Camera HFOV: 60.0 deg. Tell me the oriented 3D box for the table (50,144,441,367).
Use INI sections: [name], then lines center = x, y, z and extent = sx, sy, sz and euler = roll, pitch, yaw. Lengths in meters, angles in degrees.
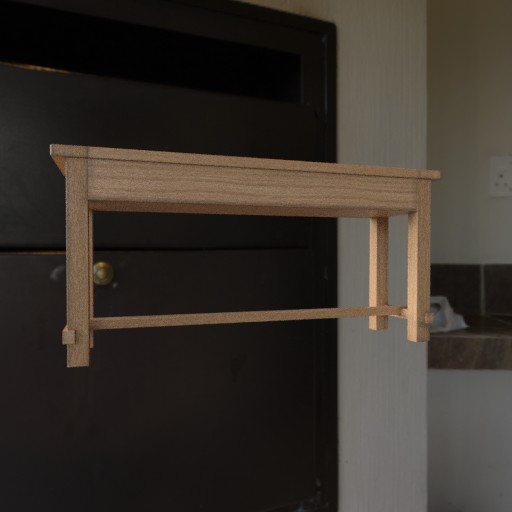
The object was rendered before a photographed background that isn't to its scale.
[table]
center = 0.000, 0.000, 1.949
extent = 1.599, 0.762, 0.442
euler = 0, 0, -18
